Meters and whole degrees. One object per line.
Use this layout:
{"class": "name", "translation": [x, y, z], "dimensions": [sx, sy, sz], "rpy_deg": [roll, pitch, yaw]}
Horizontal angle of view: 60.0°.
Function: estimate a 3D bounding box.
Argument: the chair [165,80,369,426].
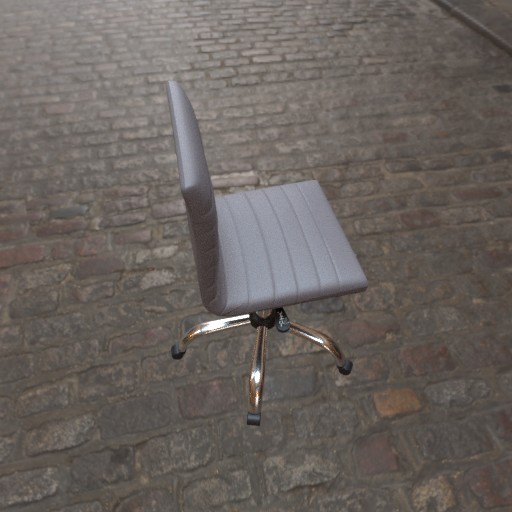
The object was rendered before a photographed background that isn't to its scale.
{"class": "chair", "translation": [0.000, 0.000, 1.127], "dimensions": [0.530, 0.780, 0.556], "rpy_deg": [-9, 47, -8]}
